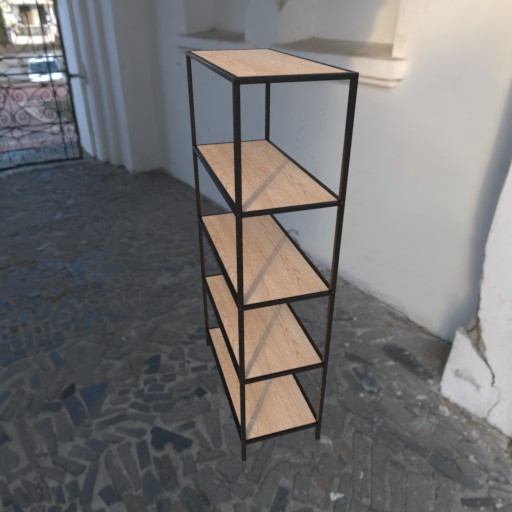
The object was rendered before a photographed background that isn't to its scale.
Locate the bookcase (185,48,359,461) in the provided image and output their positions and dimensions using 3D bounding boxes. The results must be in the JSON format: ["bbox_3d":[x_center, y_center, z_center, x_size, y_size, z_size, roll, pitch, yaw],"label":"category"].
[{"bbox_3d":[0.000,0.000,1.842,0.350,1.500,0.770,-9,31,-15],"label":"bookcase"}]
